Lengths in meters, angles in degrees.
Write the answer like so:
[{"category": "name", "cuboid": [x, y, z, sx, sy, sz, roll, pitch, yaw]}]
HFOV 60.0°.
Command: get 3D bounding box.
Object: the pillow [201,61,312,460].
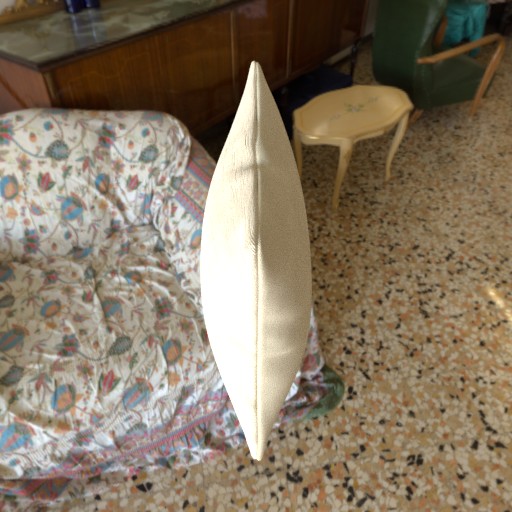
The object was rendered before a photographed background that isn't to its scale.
[{"category": "pillow", "cuboid": [0.000, 0.000, 0.657, 0.162, 0.420, 0.437, 0, 42, 0]}]
